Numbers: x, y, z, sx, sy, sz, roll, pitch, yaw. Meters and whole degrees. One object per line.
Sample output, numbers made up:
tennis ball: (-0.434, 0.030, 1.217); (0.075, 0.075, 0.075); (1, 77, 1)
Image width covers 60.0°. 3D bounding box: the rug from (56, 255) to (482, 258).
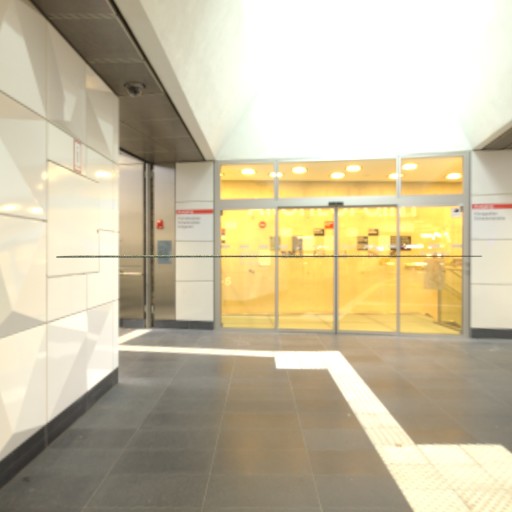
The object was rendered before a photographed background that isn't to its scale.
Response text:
rug: (0.000, 0.000, 2.332); (1.819, 0.005, 1.200); (0, 0, -19)
